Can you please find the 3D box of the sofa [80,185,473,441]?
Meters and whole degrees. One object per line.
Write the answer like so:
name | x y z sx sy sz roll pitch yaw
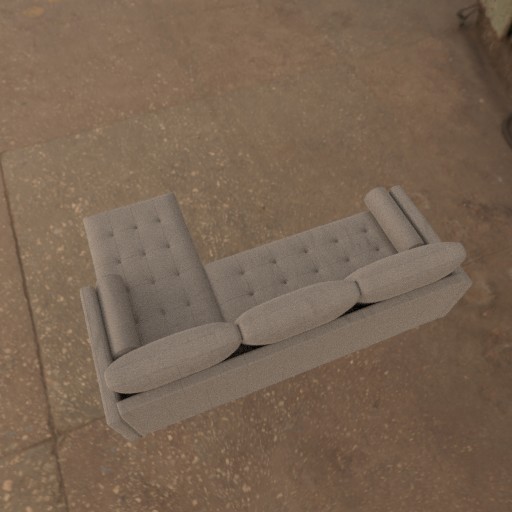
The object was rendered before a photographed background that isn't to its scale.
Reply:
sofa | 0.000 0.000 2.903 2.178 0.875 1.506 -19 59 -11
